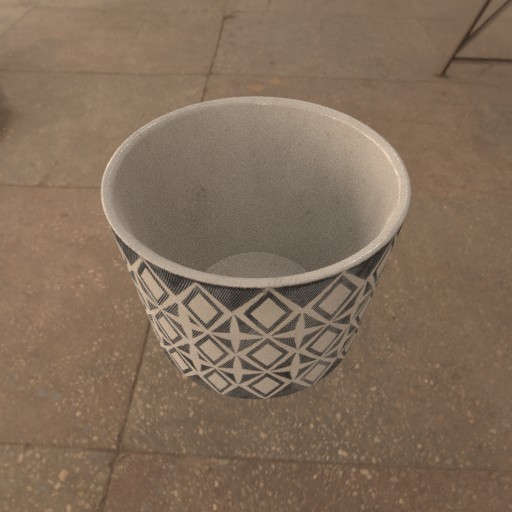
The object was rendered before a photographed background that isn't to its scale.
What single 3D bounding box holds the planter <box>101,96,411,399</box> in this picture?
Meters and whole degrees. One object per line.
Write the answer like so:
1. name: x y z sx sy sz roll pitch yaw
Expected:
1. planter: 0.000 0.000 0.461 0.260 0.220 0.260 0 47 0
